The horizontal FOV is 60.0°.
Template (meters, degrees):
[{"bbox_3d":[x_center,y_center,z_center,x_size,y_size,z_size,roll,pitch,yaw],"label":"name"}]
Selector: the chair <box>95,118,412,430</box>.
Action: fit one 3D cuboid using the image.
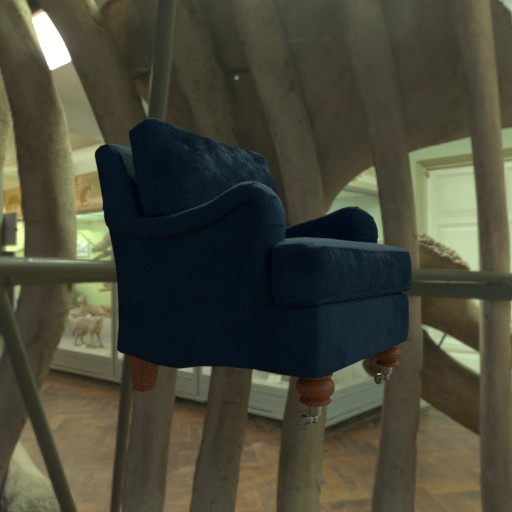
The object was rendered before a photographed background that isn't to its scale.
[{"bbox_3d":[0.000,0.000,1.857,1.078,1.076,0.895,-1,-1,36],"label":"chair"}]
